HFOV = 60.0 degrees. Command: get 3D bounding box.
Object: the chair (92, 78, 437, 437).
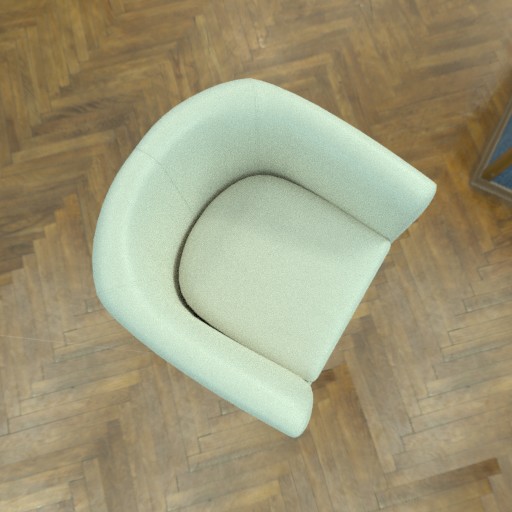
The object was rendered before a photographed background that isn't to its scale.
[{"bbox_3d":[0.000,0.000,1.415,0.727,0.756,0.792,31,78,7],"label":"chair"}]
